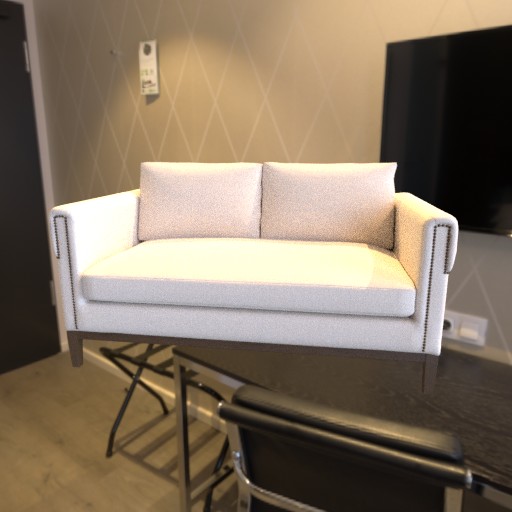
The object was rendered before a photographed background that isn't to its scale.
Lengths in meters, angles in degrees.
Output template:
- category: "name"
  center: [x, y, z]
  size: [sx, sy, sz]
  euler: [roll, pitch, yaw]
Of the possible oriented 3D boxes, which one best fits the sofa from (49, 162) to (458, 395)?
- category: "sofa"
  center: [0.000, 0.000, 2.134]
  size: [1.598, 0.873, 0.905]
  euler: [2, 14, 8]
